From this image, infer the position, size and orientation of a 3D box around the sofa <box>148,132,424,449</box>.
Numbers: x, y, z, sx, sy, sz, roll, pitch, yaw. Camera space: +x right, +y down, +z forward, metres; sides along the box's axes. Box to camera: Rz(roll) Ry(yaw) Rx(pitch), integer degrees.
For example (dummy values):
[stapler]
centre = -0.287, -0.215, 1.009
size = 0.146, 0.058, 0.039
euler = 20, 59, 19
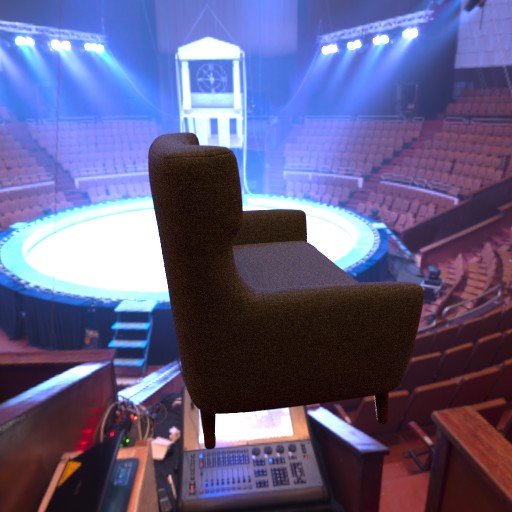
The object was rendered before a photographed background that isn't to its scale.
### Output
[sofa]
centre = 0.000, 0.000, 1.969
size = 0.874, 1.028, 1.358
euler = -4, 18, -11
